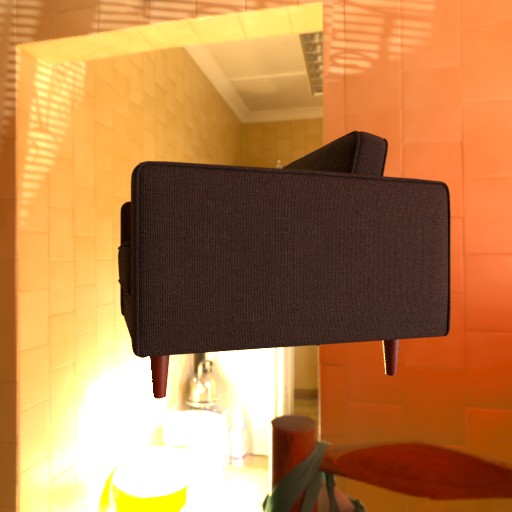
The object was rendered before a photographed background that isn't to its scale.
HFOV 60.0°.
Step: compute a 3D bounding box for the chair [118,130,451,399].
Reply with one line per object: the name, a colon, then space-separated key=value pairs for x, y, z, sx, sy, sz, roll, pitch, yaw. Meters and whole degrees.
chair: x=0.000 y=0.000 z=1.560 sx=0.919 sy=0.770 sz=0.899 roll=0 pitch=0 yaw=-19
